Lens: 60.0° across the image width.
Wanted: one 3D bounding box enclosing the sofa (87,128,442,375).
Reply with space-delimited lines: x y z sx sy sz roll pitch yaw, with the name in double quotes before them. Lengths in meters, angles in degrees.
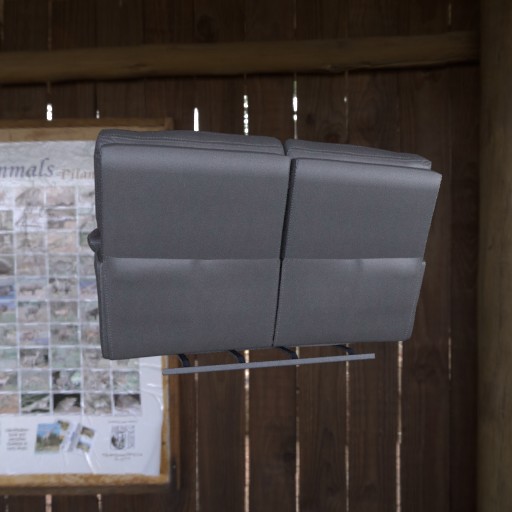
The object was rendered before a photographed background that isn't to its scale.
"sofa" 0.000 0.000 2.470 1.765 1.111 1.104 0 -1 -18
